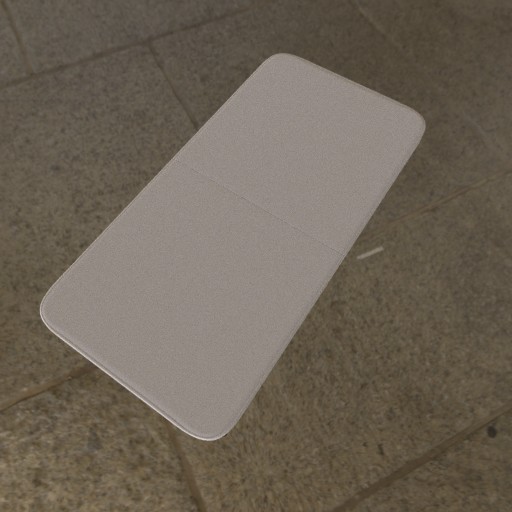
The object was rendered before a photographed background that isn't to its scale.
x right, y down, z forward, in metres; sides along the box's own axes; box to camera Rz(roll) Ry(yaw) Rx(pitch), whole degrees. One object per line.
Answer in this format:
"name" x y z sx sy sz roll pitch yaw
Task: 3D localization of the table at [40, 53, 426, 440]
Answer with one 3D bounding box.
"table" 0.000 0.000 1.642 0.611 0.737 1.245 31 68 14
